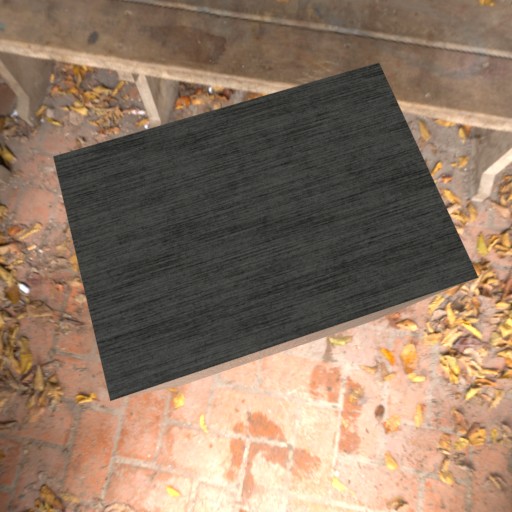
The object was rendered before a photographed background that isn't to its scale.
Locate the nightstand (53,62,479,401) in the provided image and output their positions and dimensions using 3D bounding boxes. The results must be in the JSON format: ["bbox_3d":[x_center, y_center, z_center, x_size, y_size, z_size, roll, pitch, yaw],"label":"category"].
[{"bbox_3d":[0.000,0.000,0.762,0.441,0.460,0.325,-18,76,-4],"label":"nightstand"}]
